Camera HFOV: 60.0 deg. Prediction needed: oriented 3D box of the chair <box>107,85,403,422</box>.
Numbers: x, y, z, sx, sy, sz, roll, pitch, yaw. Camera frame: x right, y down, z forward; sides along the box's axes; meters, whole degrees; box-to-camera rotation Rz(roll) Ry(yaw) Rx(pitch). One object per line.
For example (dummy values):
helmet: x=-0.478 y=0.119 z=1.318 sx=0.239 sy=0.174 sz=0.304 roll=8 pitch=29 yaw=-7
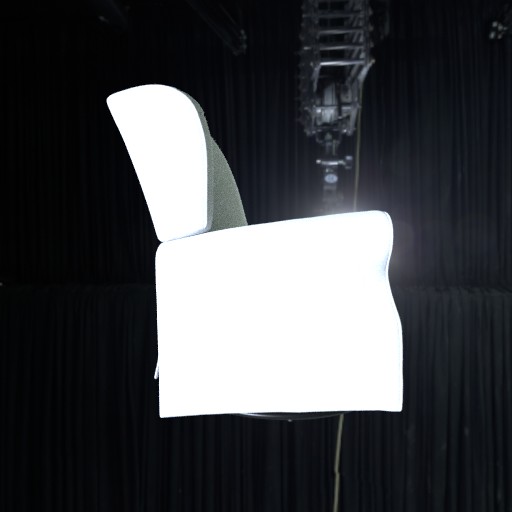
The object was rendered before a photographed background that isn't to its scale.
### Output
chair: x=0.000 y=0.000 z=1.622 sx=0.854 sy=0.967 sz=0.906 roll=0 pitch=0 yaw=-1
